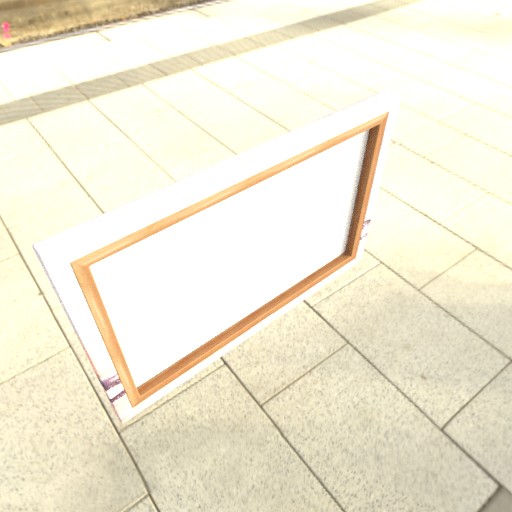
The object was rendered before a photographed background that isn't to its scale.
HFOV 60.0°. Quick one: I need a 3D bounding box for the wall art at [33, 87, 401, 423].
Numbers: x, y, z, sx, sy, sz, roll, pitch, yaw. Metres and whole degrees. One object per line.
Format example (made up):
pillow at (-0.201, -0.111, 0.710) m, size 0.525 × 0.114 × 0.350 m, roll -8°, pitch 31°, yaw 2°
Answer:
wall art at (0.000, 0.000, 1.129) m, size 0.913 × 0.609 × 0.038 m, roll -30°, pitch 53°, yaw -26°
